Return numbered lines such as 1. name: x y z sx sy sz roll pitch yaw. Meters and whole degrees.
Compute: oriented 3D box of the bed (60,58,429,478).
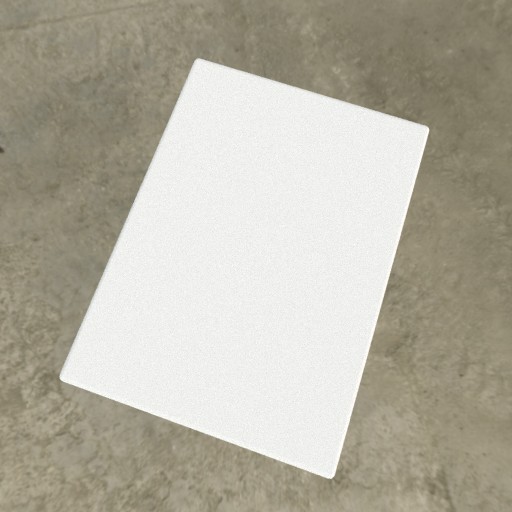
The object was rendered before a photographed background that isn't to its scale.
1. bed: 0.000 0.000 2.752 1.529 0.593 2.050 18 77 4
